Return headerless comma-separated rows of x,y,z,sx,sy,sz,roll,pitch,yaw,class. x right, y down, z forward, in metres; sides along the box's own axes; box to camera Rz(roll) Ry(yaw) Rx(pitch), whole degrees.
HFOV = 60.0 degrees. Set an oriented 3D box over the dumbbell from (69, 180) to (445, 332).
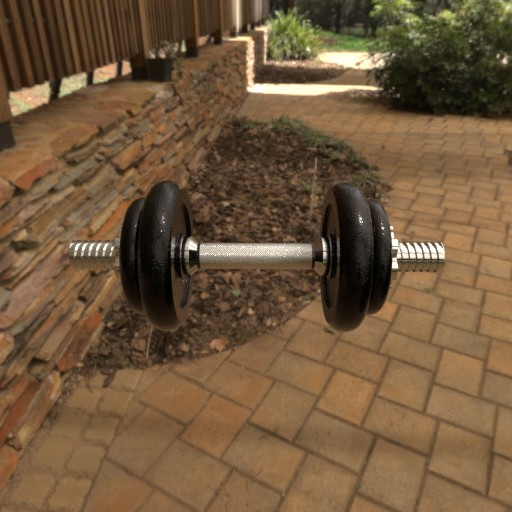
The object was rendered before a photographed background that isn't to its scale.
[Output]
0.000,0.000,0.601,0.497,0.202,0.202,0,30,1,dumbbell
